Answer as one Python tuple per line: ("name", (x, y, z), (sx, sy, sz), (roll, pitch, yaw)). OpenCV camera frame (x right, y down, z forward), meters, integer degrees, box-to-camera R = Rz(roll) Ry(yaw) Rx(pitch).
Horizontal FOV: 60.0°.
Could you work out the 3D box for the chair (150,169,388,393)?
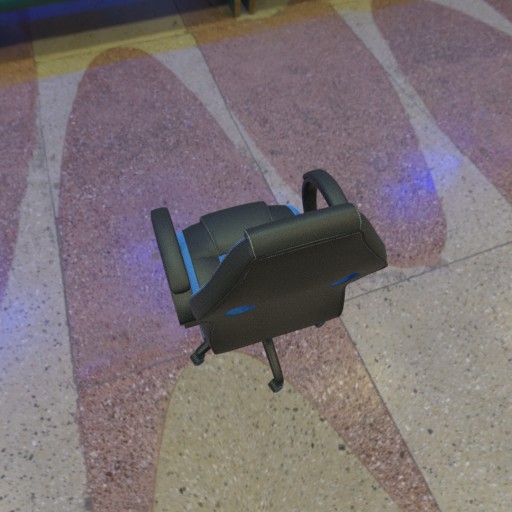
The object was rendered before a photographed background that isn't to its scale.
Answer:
("chair", (0.000, 0.000, 1.609), (0.673, 1.187, 0.724), (-15, 58, -10))
